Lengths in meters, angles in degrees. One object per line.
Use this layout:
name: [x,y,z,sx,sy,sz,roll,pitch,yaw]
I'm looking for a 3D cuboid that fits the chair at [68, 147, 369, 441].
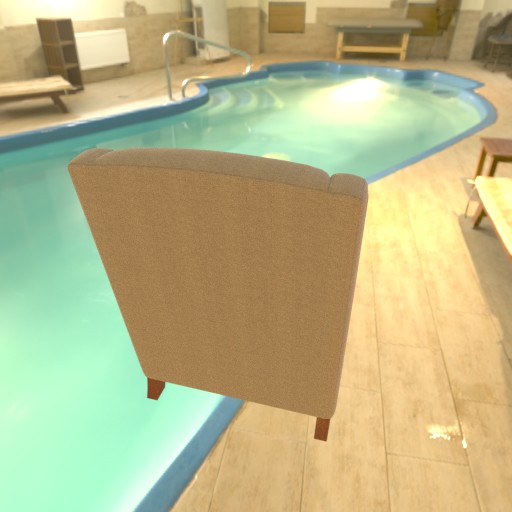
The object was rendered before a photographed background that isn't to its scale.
chair: [0.000,0.000,1.591,0.715,1.017,0.890,9,34,13]
